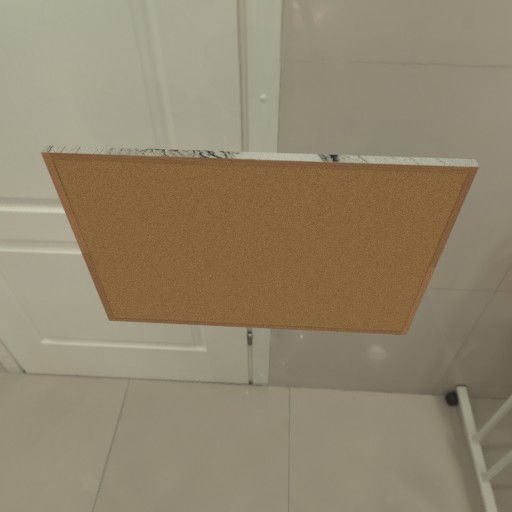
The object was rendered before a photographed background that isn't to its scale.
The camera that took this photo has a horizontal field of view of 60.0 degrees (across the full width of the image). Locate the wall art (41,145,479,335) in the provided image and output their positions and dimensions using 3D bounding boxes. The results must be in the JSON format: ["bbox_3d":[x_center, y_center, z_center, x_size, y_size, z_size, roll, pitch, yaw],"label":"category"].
[{"bbox_3d":[0.000,0.000,1.436,1.141,0.758,0.035,2,46,2],"label":"wall art"}]
